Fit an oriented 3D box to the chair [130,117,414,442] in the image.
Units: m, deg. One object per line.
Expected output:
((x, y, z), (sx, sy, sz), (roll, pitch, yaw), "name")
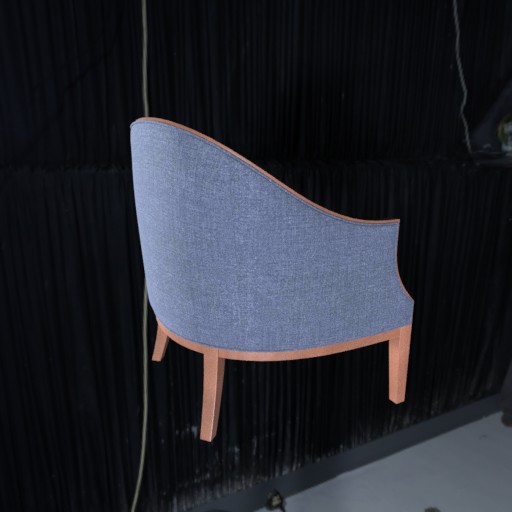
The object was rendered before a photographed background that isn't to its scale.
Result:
((0.000, 0.000, 1.490), (0.735, 0.876, 0.803), (-8, 17, -27), "chair")
